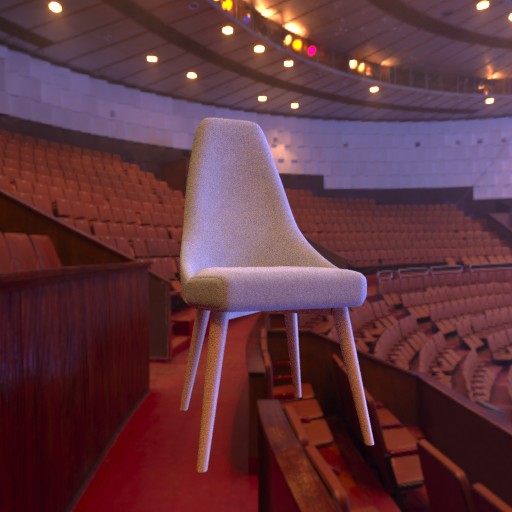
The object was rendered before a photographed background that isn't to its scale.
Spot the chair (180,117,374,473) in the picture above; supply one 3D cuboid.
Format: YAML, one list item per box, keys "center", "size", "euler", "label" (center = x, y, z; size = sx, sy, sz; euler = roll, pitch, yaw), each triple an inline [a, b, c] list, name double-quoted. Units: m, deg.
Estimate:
- center: [0.000, 0.000, 1.409]
  size: [0.510, 1.040, 0.660]
  euler: [0, 1, -19]
  label: "chair"
